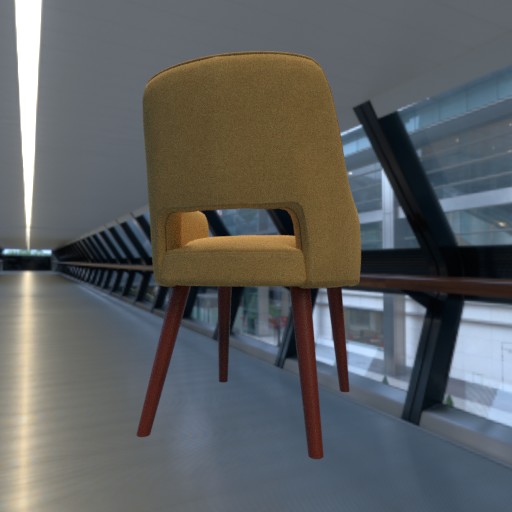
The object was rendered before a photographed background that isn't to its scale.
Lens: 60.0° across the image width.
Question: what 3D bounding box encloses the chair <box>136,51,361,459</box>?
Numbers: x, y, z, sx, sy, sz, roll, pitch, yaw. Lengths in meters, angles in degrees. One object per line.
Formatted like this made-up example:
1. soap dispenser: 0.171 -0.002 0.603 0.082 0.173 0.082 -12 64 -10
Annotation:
1. chair: 0.000 0.000 1.217 0.548 0.849 0.605 -1 -2 17
